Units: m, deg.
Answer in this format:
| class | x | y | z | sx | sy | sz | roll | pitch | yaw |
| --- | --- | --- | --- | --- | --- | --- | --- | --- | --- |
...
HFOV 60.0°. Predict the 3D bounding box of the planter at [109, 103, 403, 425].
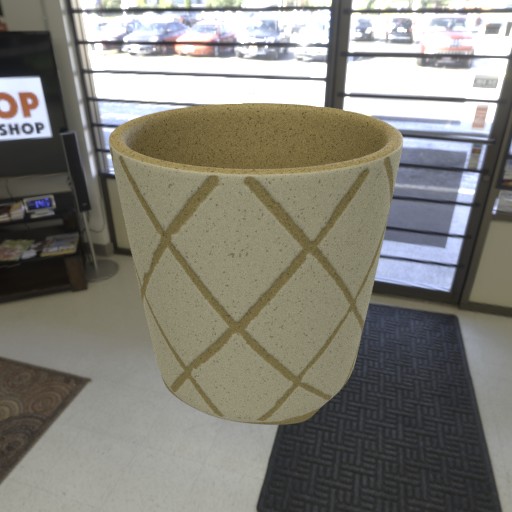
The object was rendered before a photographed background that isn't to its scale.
| class | x | y | z | sx | sy | sz | roll | pitch | yaw |
| --- | --- | --- | --- | --- | --- | --- | --- | --- | --- |
| planter | 0.000 | 0.000 | 0.412 | 0.228 | 0.235 | 0.228 | 0 | 29 | 0 |
